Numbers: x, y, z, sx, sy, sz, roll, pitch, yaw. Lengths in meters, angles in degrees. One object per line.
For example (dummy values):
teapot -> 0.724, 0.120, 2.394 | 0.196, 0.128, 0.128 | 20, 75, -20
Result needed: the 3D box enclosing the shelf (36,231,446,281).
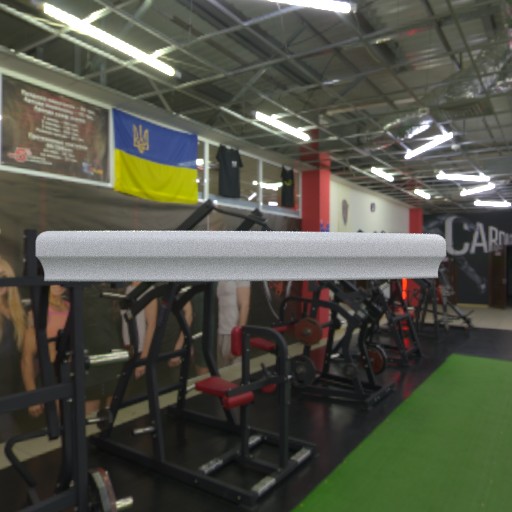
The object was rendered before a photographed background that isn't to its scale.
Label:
shelf -> 0.000, 0.000, 0.469 | 0.310, 0.050, 0.310 | 0, 0, 36
